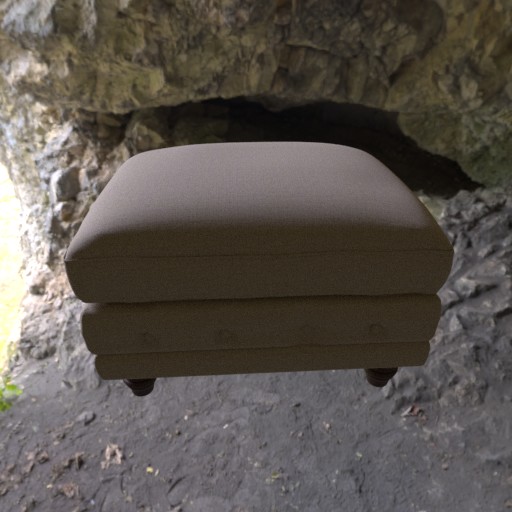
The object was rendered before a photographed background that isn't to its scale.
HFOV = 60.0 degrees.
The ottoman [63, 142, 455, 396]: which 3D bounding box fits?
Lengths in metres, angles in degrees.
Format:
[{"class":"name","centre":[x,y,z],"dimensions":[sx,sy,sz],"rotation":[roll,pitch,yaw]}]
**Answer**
[{"class":"ottoman","centre":[0.000,0.000,1.038],"dimensions":[0.684,0.463,0.541],"rotation":[-1,29,-3]}]
